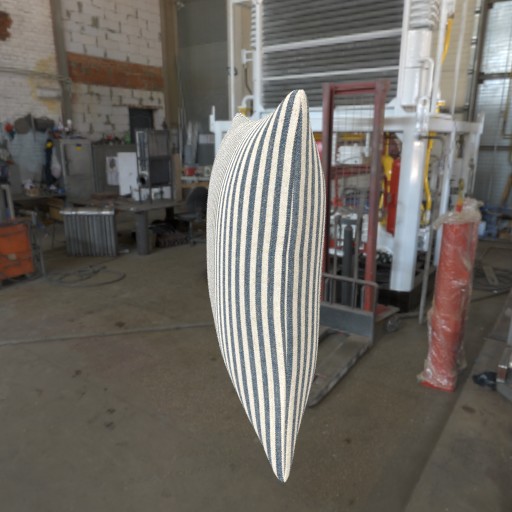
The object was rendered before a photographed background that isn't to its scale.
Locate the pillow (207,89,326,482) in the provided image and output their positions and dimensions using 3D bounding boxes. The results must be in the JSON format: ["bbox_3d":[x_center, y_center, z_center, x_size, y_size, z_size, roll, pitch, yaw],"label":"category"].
[{"bbox_3d":[0.000,0.000,0.789,0.166,0.510,0.523,-3,15,-9],"label":"pillow"}]
